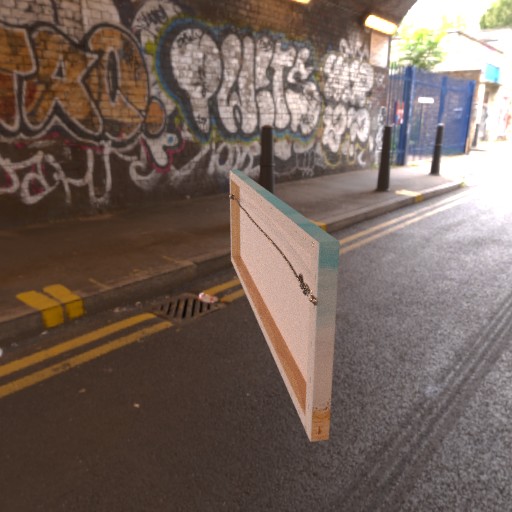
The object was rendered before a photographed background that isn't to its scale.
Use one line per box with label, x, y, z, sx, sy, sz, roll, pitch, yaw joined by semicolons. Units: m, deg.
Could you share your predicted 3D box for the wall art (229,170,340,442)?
wall art;0.000;0.000;0.861;0.044;0.254;0.759;-3;17;-10
